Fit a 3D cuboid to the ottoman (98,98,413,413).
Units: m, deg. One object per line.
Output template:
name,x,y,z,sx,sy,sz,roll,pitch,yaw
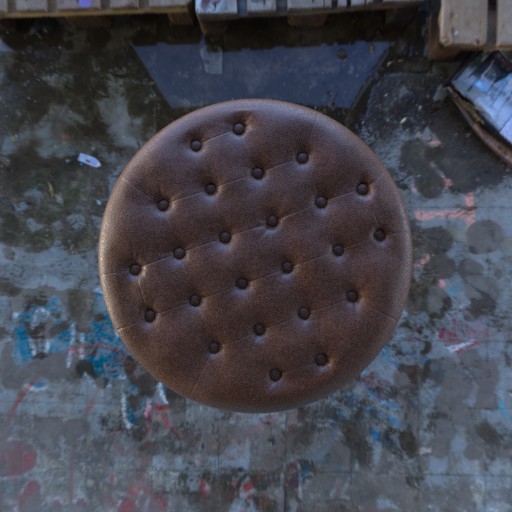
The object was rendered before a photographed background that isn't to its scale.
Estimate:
ottoman,0.000,0.000,1.079,0.637,0.442,0.637,0,90,1
